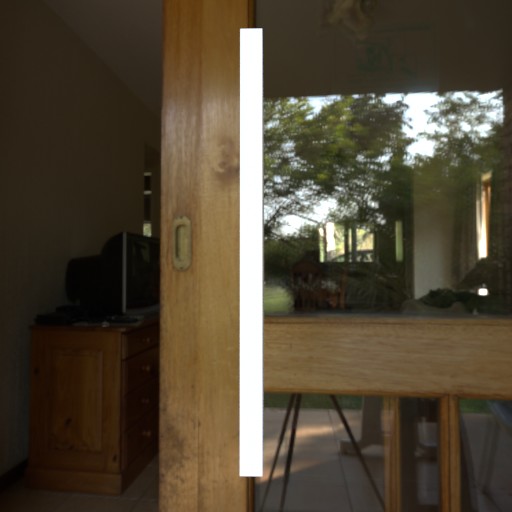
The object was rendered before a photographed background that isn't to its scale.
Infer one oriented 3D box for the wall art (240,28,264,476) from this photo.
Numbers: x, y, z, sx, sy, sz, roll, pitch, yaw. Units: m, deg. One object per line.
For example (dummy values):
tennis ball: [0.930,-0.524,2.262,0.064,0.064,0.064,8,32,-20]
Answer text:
wall art: [0.000,0.000,1.134,0.038,0.761,0.763,0,-2,1]
